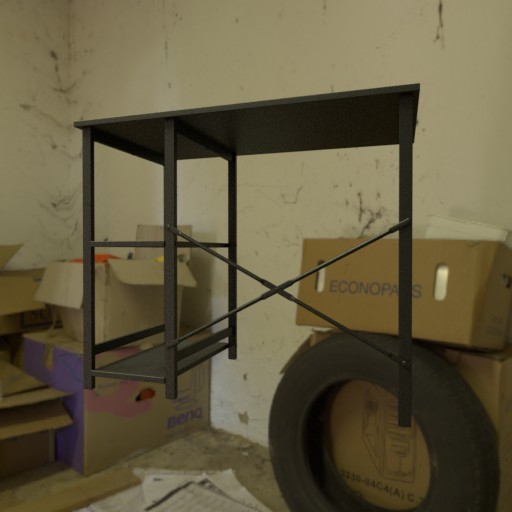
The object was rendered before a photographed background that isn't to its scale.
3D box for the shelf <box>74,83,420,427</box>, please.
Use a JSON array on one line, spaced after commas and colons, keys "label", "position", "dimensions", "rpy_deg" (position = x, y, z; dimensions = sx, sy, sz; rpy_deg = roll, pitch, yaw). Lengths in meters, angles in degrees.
[{"label": "shelf", "position": [0.000, 0.000, 1.328], "dimensions": [0.902, 0.749, 0.498], "rpy_deg": [0, 1, 18]}]
